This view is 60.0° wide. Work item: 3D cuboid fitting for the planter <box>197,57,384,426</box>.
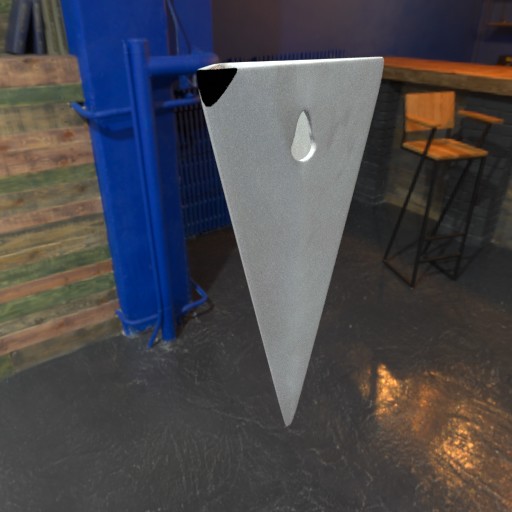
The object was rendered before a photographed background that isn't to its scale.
[{"bbox_3d":[0.000,0.000,0.157,0.058,0.130,0.047,-18,34,-29],"label":"planter"}]
